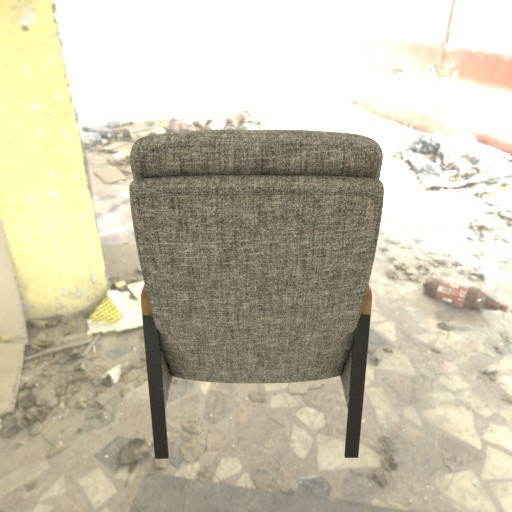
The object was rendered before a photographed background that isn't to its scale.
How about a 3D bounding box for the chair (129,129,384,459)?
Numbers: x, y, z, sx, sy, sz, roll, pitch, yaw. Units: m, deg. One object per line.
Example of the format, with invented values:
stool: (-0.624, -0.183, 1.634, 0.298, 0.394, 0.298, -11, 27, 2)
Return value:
chair: (0.000, 0.000, 1.571, 0.671, 1.042, 0.868, 0, 31, 0)
